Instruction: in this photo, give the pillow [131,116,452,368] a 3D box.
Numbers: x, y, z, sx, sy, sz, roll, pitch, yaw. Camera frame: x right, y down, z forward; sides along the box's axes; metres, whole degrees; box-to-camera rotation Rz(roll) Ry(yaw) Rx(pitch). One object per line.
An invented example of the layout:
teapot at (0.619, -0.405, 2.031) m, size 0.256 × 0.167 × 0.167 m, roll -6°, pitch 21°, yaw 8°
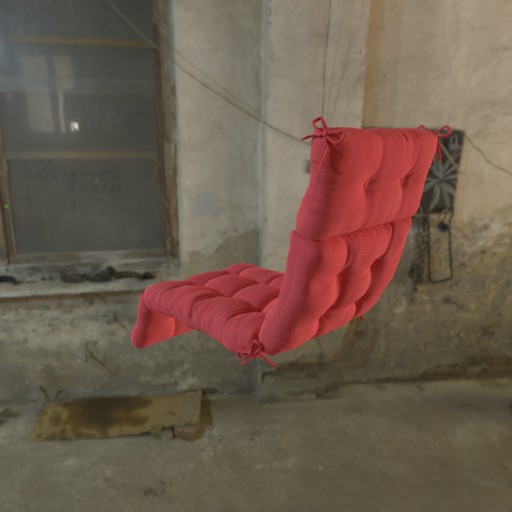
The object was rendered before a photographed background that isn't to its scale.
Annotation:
pillow at (0.000, 0.000, 1.491) m, size 0.526 × 0.863 × 1.016 m, roll -14°, pitch 21°, yaw -42°
